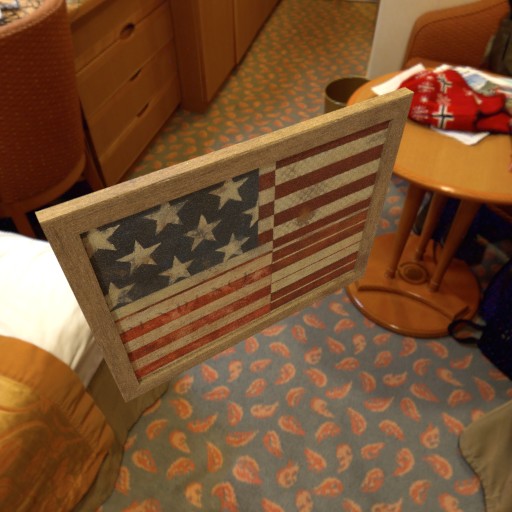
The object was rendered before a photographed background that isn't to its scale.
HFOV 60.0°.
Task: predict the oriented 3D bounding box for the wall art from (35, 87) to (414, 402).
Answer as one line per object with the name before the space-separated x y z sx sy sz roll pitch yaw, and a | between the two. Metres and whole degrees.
wall art | 0.000 0.000 0.913 0.690 0.535 0.026 -24 51 -21
